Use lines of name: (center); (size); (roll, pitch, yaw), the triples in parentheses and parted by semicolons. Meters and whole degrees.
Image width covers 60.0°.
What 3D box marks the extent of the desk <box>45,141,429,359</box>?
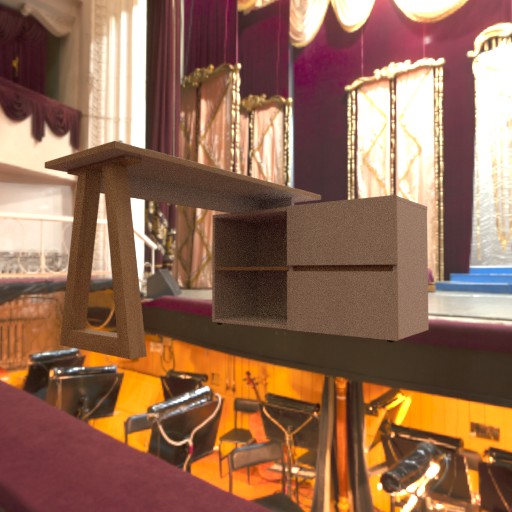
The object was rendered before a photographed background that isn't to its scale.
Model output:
desk: (0.000, 0.000, 2.014); (1.098, 0.755, 1.404); (-1, -2, 38)
